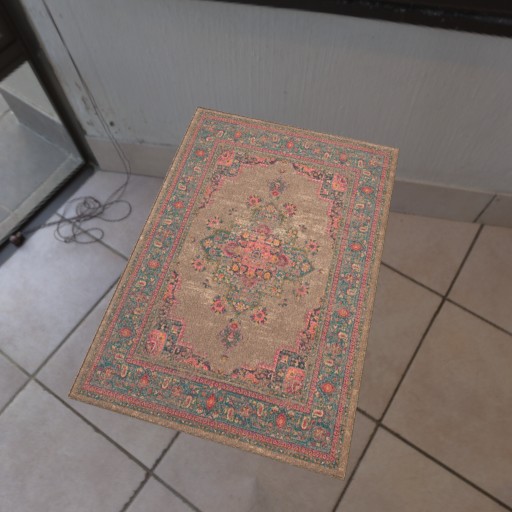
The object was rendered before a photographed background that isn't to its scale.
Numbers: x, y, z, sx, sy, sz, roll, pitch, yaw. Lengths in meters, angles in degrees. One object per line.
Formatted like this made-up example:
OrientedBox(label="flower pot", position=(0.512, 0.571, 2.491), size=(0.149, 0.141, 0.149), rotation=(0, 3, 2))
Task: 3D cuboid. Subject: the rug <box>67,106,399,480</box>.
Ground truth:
OrientedBox(label="rug", position=(0.000, 0.000, 3.662), size=(2.005, 0.013, 2.890), rotation=(14, 64, 7))
